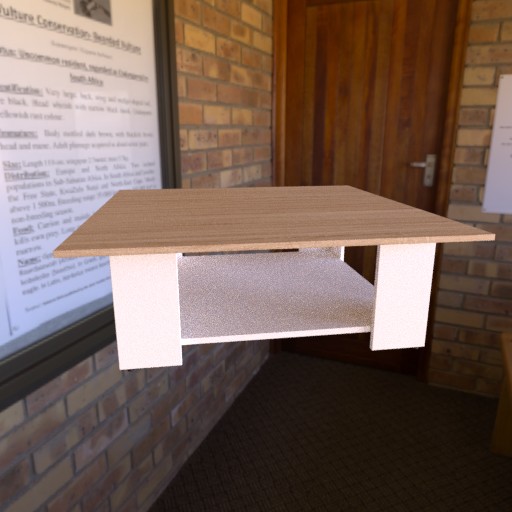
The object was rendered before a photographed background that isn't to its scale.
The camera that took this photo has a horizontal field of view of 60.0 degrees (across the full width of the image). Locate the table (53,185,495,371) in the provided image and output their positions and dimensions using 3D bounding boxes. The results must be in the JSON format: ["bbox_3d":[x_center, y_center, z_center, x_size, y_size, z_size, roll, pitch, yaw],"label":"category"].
[{"bbox_3d":[0.000,0.000,1.339,0.890,0.305,0.890,-2,16,-9],"label":"table"}]
